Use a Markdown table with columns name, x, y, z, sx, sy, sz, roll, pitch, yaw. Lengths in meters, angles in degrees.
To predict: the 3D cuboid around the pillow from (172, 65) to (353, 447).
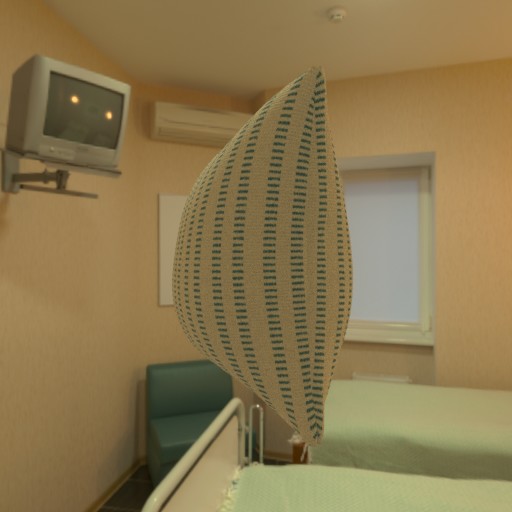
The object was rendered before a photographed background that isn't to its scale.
| name | x | y | z | sx | sy | sz | roll | pitch | yaw |
| --- | --- | --- | --- | --- | --- | --- | --- | --- | --- |
| pillow | 0.000 | 0.000 | 0.686 | 0.247 | 0.419 | 0.438 | 0 | 0 | -18 |
